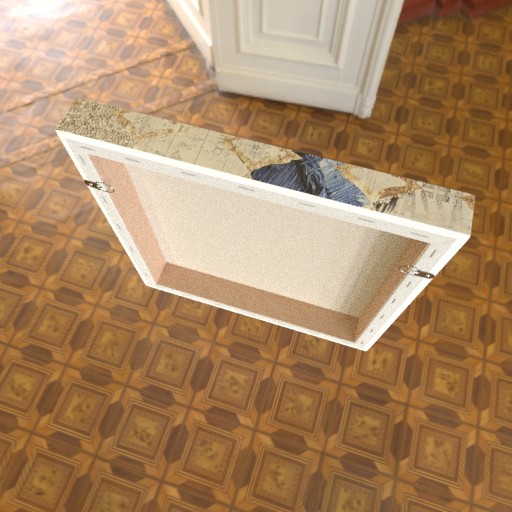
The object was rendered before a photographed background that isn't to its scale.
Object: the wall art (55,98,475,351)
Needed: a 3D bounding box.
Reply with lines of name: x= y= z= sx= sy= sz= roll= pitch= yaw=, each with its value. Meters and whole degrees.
wall art: x=0.000 y=0.000 z=0.450 sx=0.303 sy=0.304 sz=0.036 roll=16 pitch=65 yaw=8
